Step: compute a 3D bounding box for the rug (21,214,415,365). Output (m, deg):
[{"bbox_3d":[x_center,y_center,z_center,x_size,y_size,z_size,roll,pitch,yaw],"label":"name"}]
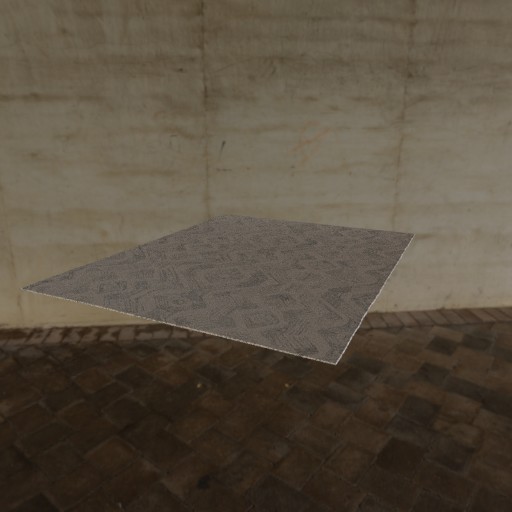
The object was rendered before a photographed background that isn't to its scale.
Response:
[{"bbox_3d":[0.000,0.000,4.107,2.430,0.030,3.054,8,19,25],"label":"rug"}]
